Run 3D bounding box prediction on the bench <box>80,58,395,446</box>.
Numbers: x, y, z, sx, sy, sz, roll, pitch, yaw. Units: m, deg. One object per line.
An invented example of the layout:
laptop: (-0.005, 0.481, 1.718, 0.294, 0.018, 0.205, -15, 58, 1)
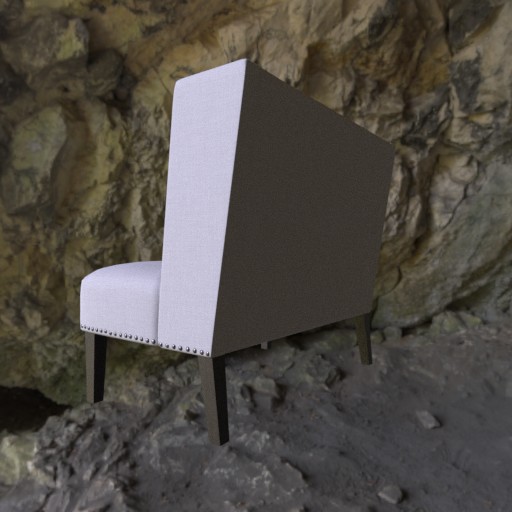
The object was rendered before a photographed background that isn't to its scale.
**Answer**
bench: (0.000, 0.000, 1.989, 0.847, 1.123, 1.280, 0, 1, 36)
